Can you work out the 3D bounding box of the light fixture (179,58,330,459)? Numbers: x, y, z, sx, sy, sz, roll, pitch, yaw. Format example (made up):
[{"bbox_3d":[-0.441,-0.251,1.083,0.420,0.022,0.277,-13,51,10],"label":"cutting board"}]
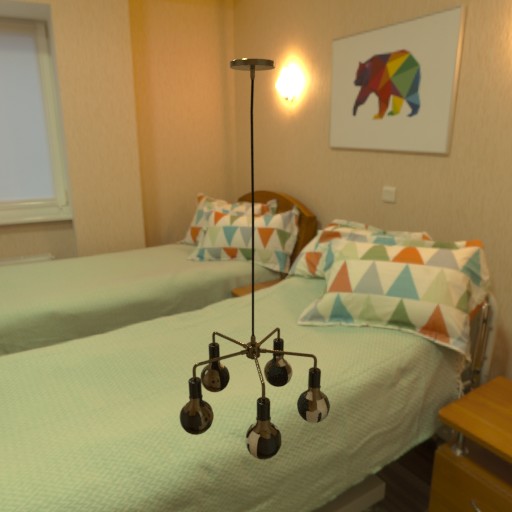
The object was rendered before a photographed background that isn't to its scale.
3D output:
[{"bbox_3d":[0.000,0.000,1.227,0.438,0.988,0.421,8,18,26],"label":"light fixture"}]
